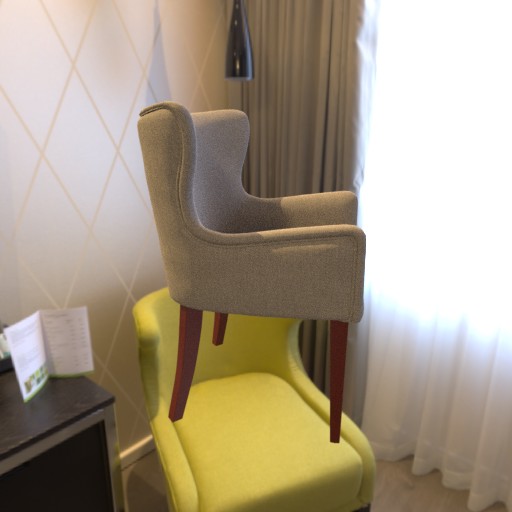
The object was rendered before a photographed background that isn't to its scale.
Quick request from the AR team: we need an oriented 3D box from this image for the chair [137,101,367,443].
[{"bbox_3d":[0.000,0.000,1.472,0.677,0.948,0.732,3,17,10],"label":"chair"}]
